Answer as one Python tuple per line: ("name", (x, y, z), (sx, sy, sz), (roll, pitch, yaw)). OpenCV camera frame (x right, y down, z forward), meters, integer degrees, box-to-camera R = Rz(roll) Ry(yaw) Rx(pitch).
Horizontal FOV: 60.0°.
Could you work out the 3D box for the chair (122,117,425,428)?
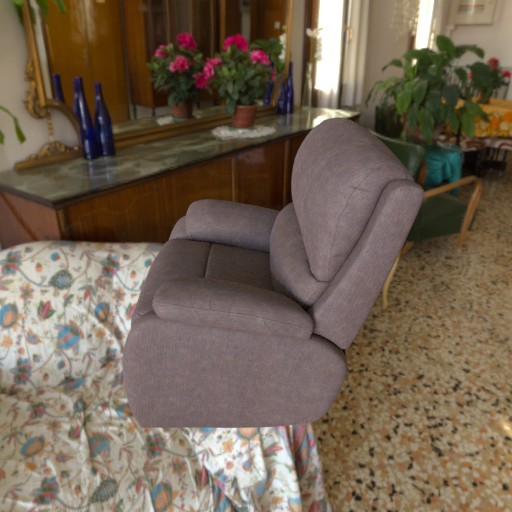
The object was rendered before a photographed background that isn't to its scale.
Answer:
("chair", (0.000, 0.000, 1.727), (0.899, 1.011, 0.930), (0, 26, 0))
